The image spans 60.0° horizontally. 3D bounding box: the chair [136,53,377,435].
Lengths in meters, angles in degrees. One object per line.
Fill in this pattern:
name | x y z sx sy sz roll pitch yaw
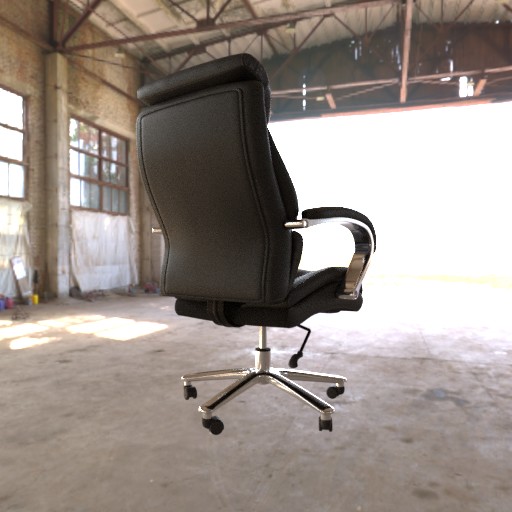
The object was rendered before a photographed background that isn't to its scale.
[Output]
chair | 0.000 0.000 1.696 0.755 1.183 0.790 0 0 37
